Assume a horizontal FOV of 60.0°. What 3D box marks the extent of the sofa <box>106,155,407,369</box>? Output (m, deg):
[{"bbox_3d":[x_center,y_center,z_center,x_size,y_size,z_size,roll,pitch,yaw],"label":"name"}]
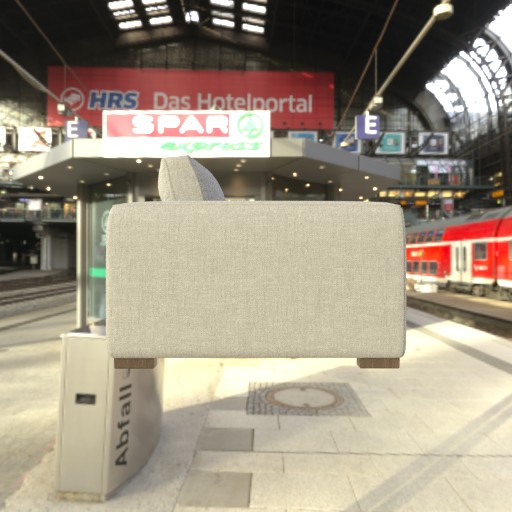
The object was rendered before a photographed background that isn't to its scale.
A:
[{"bbox_3d":[0.000,0.000,2.468,1.069,0.800,1.920,0,0,0],"label":"sofa"}]
